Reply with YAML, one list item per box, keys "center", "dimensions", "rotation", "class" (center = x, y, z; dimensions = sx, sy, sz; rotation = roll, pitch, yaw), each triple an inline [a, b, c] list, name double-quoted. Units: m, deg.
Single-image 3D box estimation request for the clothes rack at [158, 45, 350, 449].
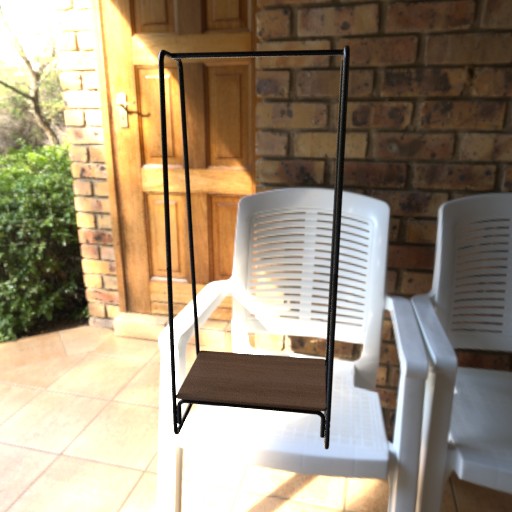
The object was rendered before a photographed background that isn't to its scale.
- center: [0.000, 0.000, 1.770]
  dimensions: [0.640, 1.500, 0.400]
  rotation: [2, 17, 8]
  class: "clothes rack"
